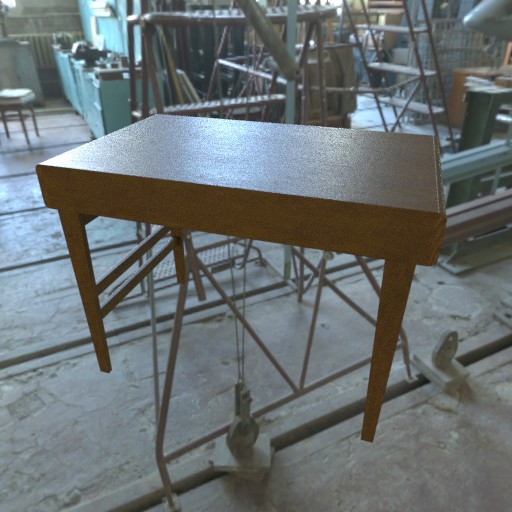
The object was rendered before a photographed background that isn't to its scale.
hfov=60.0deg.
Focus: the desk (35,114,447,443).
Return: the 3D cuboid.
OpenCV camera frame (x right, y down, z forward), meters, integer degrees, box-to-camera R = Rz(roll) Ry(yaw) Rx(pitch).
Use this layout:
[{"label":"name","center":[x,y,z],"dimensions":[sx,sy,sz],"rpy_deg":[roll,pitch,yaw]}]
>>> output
[{"label":"desk","center":[0.000,0.000,1.533],"dimensions":[1.066,0.754,0.660],"rpy_deg":[9,31,16]}]
